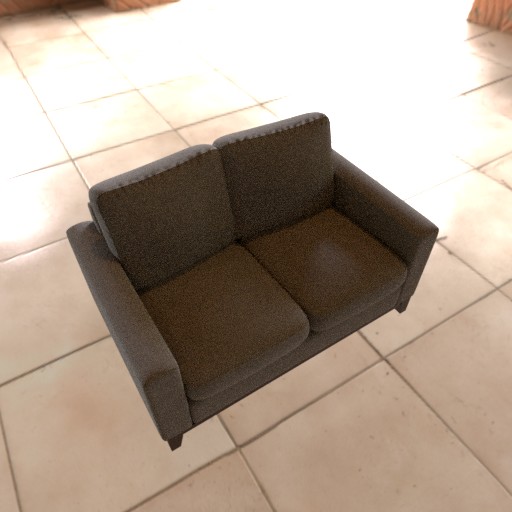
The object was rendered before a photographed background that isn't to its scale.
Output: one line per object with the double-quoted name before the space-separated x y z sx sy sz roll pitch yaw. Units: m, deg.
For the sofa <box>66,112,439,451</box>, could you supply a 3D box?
"sofa" 0.000 0.000 2.059 1.420 0.873 0.917 -25 51 -22
